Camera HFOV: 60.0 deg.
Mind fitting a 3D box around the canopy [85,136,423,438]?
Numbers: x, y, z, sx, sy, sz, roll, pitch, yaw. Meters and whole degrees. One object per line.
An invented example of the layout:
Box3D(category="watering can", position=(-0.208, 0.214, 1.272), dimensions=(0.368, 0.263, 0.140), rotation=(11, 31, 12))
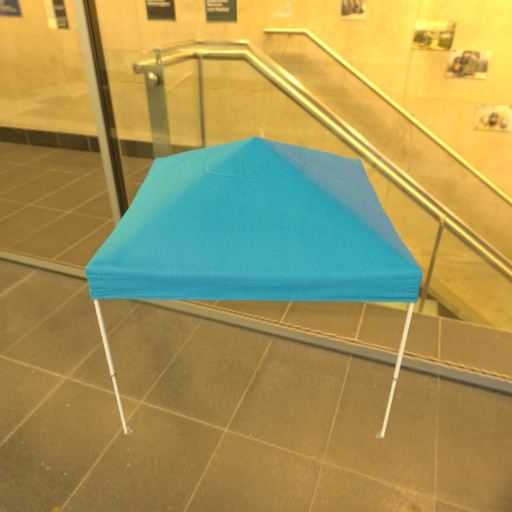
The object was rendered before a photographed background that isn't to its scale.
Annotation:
Box3D(category="canopy", position=(0.000, 0.000, 5.536), dimensions=(2.998, 2.997, 2.996), rotation=(1, 31, 1))
